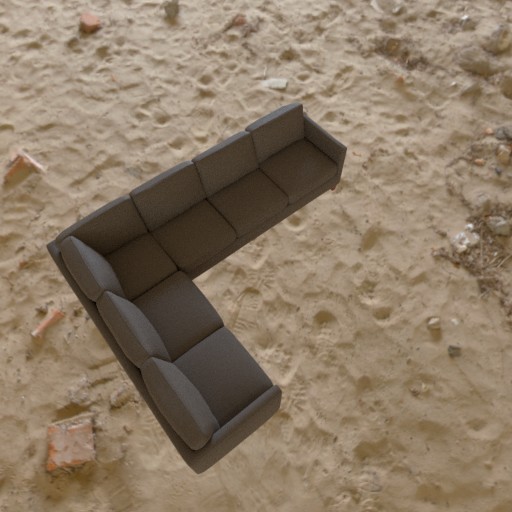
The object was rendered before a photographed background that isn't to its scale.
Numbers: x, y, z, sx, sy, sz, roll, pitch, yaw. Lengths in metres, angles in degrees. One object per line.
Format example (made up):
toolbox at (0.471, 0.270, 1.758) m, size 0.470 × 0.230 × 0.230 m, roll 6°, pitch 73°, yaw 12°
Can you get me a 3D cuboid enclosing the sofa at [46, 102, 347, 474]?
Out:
sofa at (0.000, 0.000, 4.558) m, size 3.302 × 0.947 × 2.593 m, roll -34°, pitch 64°, yaw -19°
